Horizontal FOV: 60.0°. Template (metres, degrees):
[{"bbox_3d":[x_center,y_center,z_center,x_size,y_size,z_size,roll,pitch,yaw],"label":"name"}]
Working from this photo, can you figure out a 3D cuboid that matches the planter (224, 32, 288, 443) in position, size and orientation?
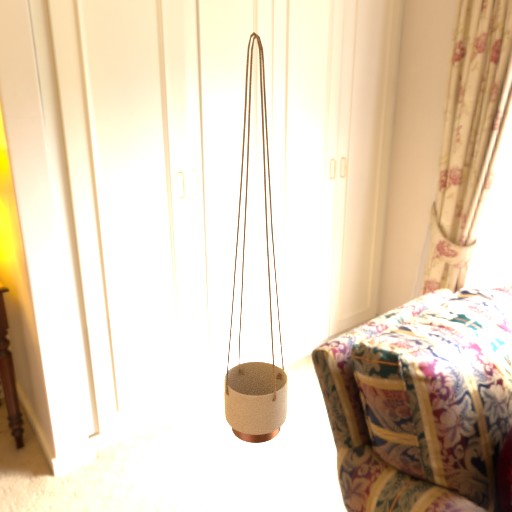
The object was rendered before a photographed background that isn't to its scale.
[{"bbox_3d":[0.000,0.000,0.923,0.146,0.841,0.146,4,17,12],"label":"planter"}]
